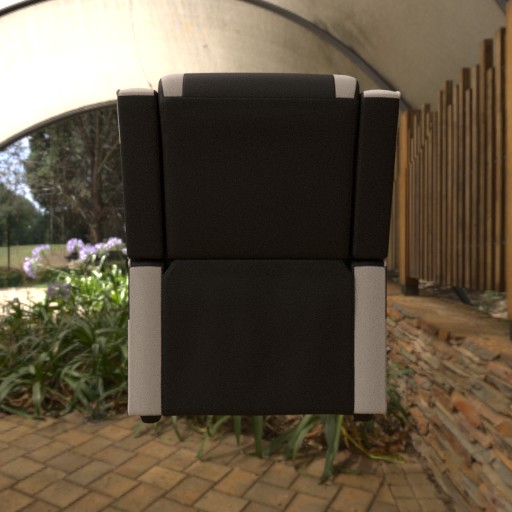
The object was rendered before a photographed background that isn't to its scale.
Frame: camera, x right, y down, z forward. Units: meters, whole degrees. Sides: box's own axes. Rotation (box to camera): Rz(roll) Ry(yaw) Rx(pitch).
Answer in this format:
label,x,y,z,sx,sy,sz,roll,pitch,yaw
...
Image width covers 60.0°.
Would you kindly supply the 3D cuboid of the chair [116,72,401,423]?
label,x,y,z,sx,sy,sz,roll,pitch,yaw
chair,0.000,0.000,1.275,0.620,0.805,0.672,0,1,-1
